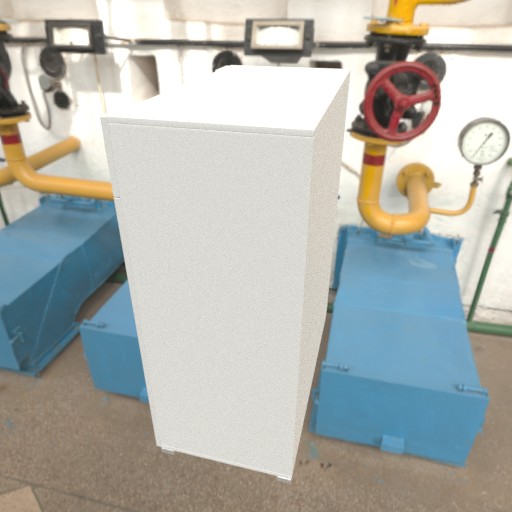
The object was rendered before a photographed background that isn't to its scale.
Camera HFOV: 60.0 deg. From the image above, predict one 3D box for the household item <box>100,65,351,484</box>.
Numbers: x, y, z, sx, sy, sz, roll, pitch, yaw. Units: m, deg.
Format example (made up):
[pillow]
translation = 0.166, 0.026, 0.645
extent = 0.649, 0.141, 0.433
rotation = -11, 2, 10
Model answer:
[household item]
translation = 0.000, 0.000, 1.397
extent = 0.420, 1.010, 0.790
rotation = 8, 31, 13
